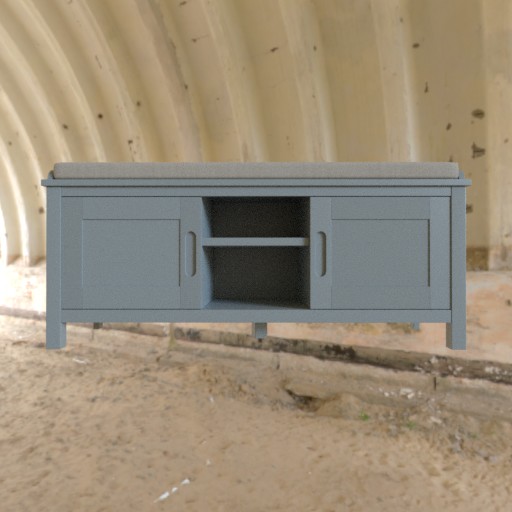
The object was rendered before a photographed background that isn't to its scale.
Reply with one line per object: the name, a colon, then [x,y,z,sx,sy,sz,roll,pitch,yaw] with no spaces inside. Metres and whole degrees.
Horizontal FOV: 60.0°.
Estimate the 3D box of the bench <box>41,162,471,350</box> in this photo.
bench: [0.000,0.000,1.372,1.140,0.501,0.398,0,0,0]
